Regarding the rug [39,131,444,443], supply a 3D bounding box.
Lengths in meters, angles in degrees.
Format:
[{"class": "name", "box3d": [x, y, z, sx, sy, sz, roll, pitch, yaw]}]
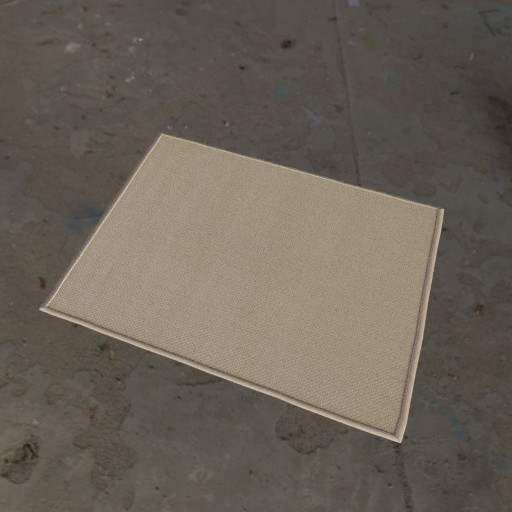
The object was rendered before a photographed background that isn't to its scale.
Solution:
[{"class": "rug", "box3d": [0.000, 0.000, 2.707, 2.081, 0.020, 1.525, 17, 60, 10]}]
